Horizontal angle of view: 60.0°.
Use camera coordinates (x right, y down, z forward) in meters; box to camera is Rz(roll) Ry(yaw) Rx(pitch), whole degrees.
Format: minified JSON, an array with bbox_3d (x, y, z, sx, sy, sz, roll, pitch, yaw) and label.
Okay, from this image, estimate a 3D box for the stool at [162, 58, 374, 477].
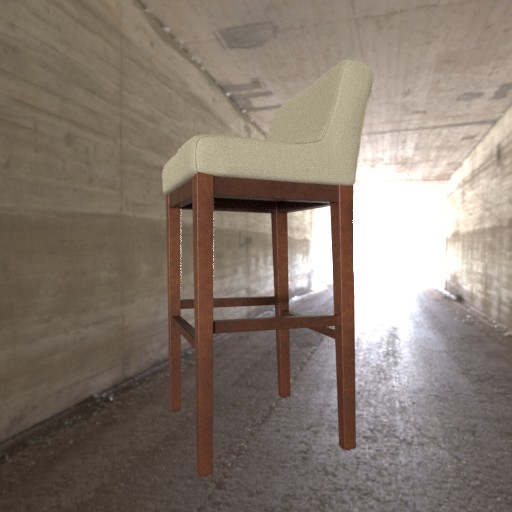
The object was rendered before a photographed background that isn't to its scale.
[{"bbox_3d":[0.000,0.000,1.327,0.500,1.037,0.511,-1,2,-20],"label":"stool"}]
